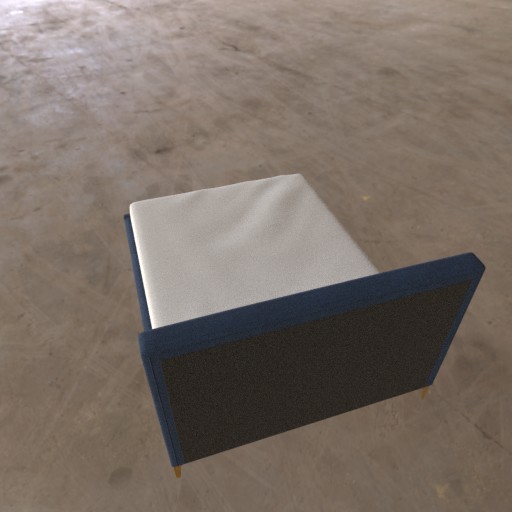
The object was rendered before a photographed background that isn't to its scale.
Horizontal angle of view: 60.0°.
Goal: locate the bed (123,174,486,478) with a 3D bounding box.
[{"bbox_3d":[0.000,0.000,3.152,1.723,1.231,2.172,-12,42,-14],"label":"bed"}]
